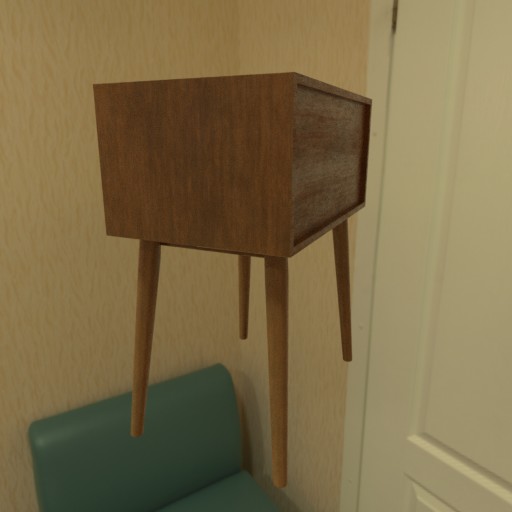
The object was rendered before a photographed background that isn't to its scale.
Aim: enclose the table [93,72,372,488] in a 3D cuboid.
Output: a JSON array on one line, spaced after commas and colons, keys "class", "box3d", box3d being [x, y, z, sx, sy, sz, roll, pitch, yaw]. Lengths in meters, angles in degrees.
[{"class": "table", "box3d": [0.000, 0.000, 0.838, 0.307, 0.580, 0.454, 7, 17, 24]}]
